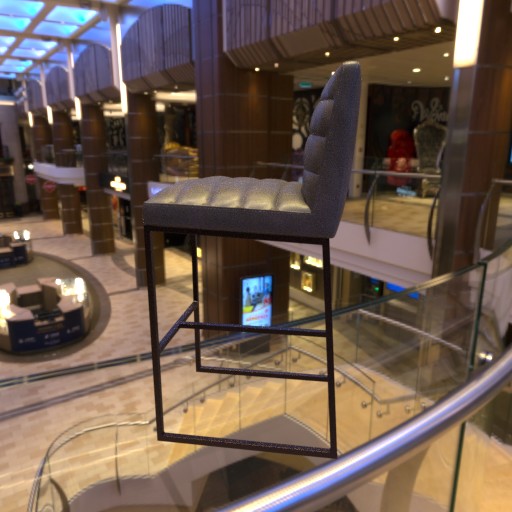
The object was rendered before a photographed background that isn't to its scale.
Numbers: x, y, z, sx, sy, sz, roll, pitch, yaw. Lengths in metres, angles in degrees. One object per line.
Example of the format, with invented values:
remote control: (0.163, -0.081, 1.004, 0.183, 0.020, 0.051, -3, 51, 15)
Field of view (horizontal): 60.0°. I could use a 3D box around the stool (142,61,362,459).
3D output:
stool: (0.000, 0.000, 1.379, 0.562, 1.065, 0.463, 2, 15, 8)
